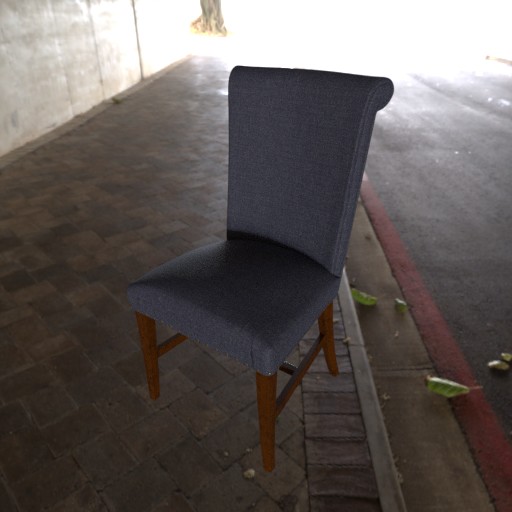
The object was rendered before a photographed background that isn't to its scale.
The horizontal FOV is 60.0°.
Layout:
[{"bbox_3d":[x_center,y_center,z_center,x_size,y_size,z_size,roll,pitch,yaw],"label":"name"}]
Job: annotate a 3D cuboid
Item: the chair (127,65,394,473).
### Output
[{"bbox_3d":[0.000,0.000,1.327,0.513,0.988,0.608,19,34,30],"label":"chair"}]
